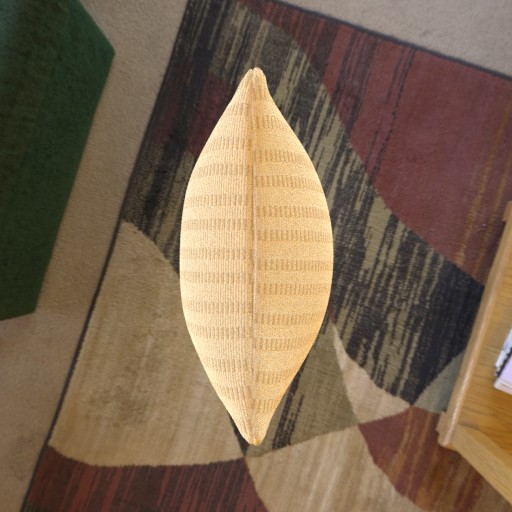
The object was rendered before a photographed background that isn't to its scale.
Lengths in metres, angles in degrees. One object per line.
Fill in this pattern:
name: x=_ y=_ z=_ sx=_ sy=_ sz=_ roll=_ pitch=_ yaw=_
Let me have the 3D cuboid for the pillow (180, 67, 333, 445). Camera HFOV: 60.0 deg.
pillow: x=0.000 y=0.000 z=0.708 sx=0.247 sy=0.419 sz=0.438 roll=0 pitch=90 yaw=1
